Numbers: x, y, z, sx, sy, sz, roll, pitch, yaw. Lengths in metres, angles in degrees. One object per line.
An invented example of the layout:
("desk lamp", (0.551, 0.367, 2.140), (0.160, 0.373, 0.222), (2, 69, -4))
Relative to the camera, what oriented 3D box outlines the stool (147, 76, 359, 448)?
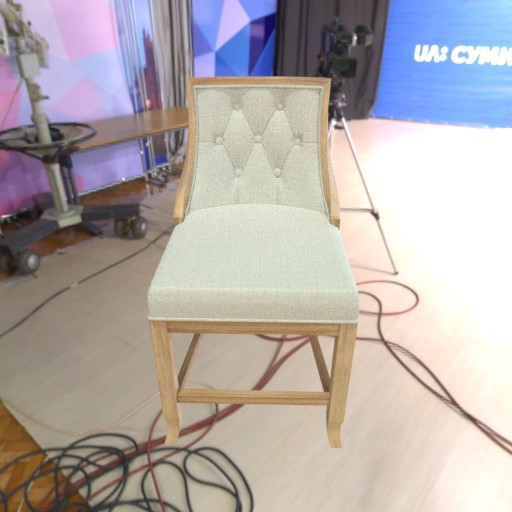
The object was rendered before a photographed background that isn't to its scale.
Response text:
("stool", (0.000, 0.000, 1.341), (0.524, 0.938, 0.626), (1, 30, 1))
